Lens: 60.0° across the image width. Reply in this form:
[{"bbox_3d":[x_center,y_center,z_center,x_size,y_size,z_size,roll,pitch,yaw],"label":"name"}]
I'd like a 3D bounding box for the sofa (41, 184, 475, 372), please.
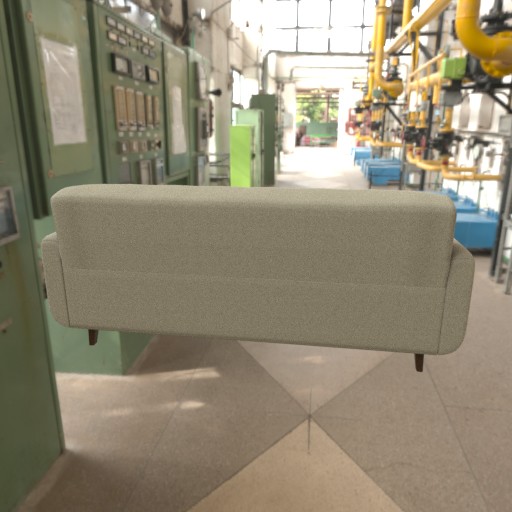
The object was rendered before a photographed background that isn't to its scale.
[{"bbox_3d":[0.000,0.000,2.588,2.137,0.892,0.980,3,17,9],"label":"sofa"}]
